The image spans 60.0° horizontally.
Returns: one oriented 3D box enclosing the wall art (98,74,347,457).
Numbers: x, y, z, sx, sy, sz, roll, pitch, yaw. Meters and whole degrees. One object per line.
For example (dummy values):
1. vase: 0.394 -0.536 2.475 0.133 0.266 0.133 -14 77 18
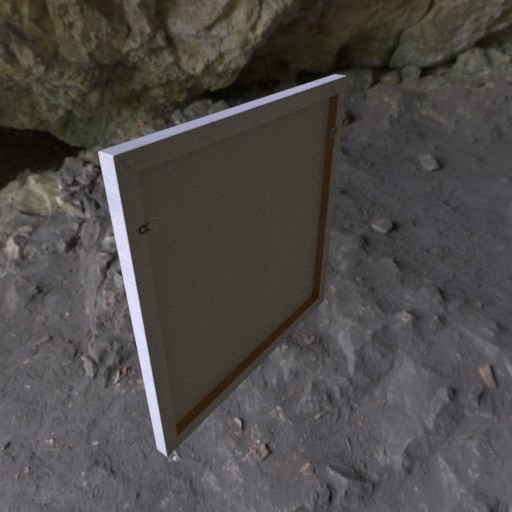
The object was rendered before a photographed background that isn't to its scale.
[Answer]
1. wall art: 0.000 0.000 1.137 0.041 0.762 0.762 22 39 30
